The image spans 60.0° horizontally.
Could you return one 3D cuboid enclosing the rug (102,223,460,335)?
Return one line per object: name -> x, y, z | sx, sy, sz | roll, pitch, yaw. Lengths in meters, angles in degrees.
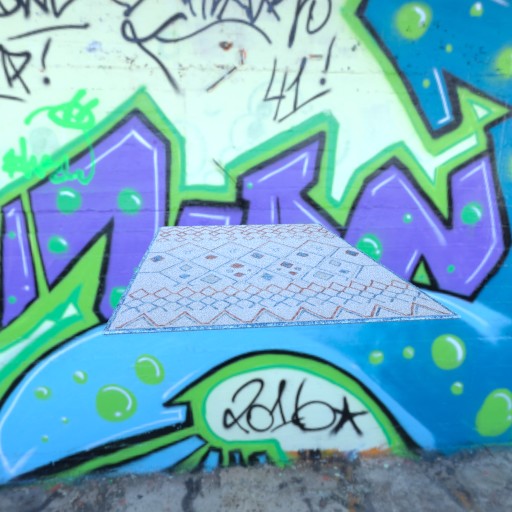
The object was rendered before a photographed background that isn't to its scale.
rug -> 0.000, 0.000, 3.029 | 1.524, 0.015, 2.438 | -2, 14, -6
